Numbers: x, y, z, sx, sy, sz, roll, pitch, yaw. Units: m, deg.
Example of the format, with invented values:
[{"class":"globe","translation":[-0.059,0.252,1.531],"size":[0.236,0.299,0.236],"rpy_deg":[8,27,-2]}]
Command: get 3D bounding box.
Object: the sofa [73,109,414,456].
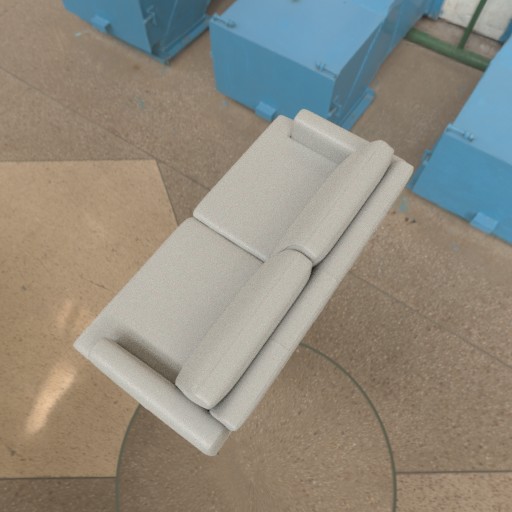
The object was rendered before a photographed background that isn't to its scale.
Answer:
[{"class":"sofa","translation":[0.000,0.000,2.485],"size":[0.974,0.765,1.940],"rpy_deg":[33,68,15]}]
